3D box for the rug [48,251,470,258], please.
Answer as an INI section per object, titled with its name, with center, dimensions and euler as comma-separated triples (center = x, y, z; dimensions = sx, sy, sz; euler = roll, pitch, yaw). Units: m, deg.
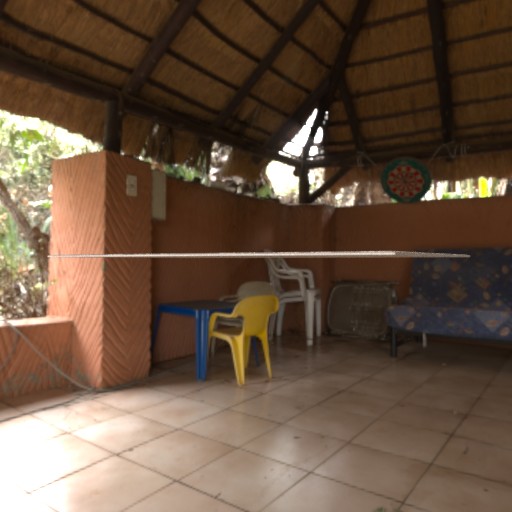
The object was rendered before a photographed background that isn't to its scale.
[rug]
center = 0.000, 0.000, 2.290
dimensions = 1.824, 0.012, 1.206
euler = 0, -1, 35
